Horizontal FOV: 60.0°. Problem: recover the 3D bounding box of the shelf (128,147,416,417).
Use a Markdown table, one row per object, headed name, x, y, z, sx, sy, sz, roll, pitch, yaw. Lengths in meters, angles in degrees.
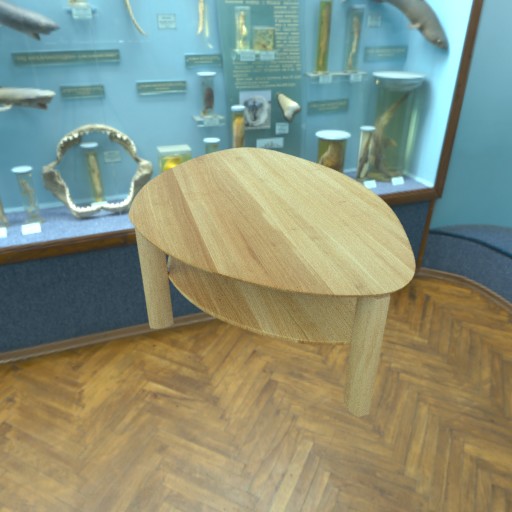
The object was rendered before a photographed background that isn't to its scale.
| name | x | y | z | sx | sy | sz | roll | pitch | yaw |
| --- | --- | --- | --- | --- | --- | --- | --- | --- | --- |
| shelf | 0.000 | 0.000 | 1.620 | 0.845 | 0.440 | 1.246 | -9 | 31 | -16 |
